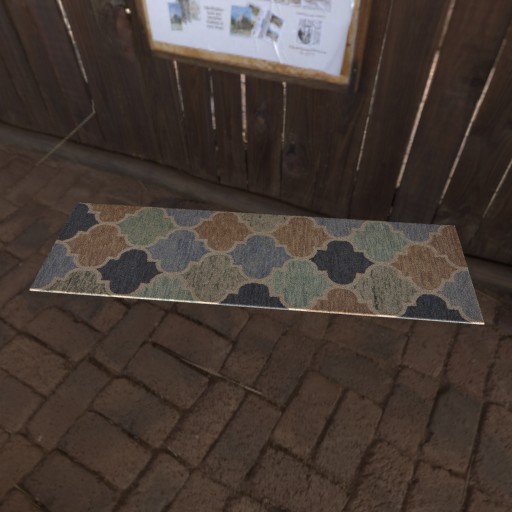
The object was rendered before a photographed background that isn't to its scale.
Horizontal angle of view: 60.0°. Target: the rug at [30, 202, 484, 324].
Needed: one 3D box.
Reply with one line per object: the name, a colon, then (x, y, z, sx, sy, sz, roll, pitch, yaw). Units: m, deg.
rug: (0.000, 0.000, 2.447, 2.287, 0.011, 0.687, 4, 48, 3)
